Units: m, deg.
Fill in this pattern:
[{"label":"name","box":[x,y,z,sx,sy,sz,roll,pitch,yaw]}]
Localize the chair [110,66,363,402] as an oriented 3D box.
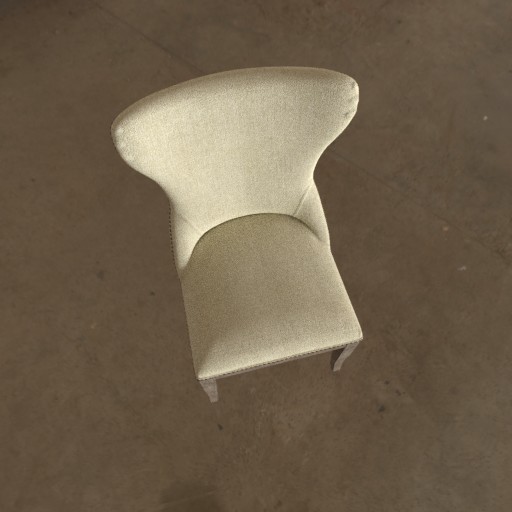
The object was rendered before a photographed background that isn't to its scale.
[{"label":"chair","box":[0.000,0.000,1.465,0.654,1.002,0.681,-12,64,-6]}]
